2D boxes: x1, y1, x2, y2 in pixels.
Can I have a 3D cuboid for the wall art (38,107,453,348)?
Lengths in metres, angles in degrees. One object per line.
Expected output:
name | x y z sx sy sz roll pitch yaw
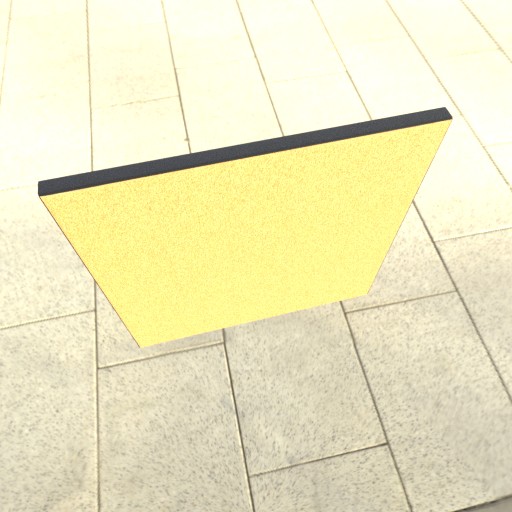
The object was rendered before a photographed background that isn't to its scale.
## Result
wall art | 0.000 0.000 0.671 0.456 0.453 0.022 -12 60 -7
